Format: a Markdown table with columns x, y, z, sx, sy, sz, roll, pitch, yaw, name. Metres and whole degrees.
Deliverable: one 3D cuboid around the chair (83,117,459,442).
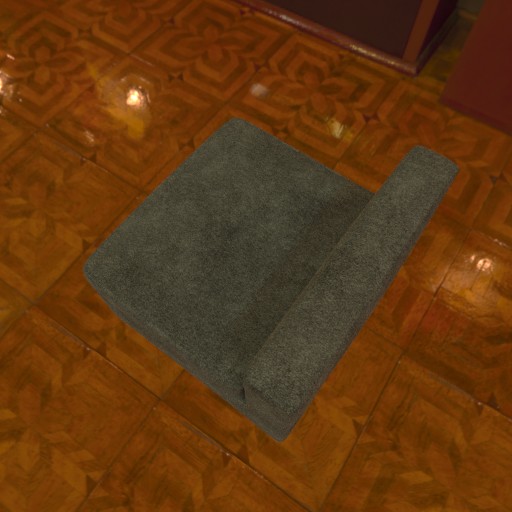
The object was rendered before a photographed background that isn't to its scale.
| x | y | z | sx | sy | sz | roll | pitch | yaw | name |
| --- | --- | --- | --- | --- | --- | --- | --- | --- | --- |
| 0.000 | 0.000 | 1.230 | 0.680 | 0.660 | 0.680 | 33 | 68 | 16 | chair |
